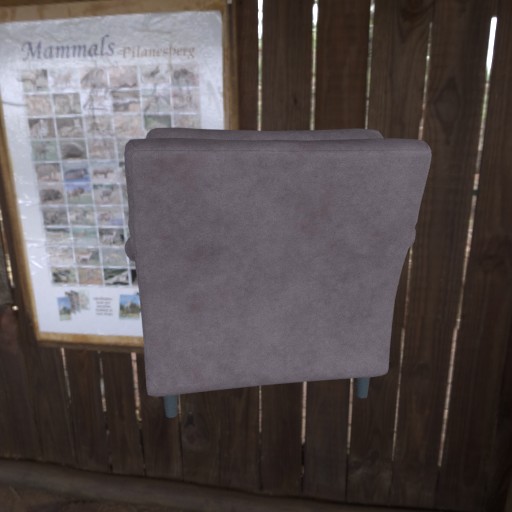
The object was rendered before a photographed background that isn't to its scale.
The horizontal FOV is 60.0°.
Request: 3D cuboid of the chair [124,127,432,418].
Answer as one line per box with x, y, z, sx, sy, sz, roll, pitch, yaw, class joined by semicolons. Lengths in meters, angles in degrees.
0.000;0.000;1.828;0.955;0.997;1.070;-2;14;-10;chair
